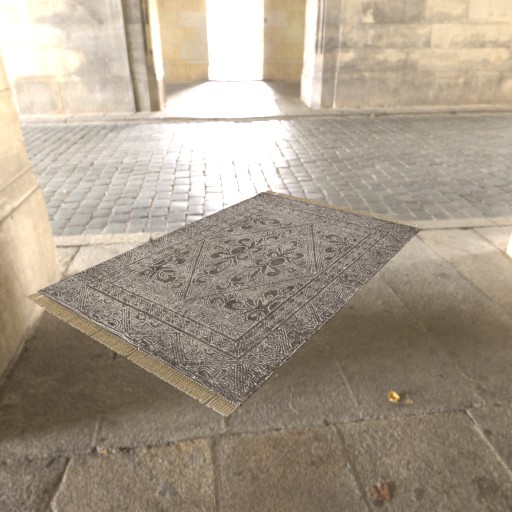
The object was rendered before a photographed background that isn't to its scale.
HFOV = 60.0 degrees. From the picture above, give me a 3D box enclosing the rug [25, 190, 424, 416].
[{"bbox_3d":[0.000,0.000,3.026,1.529,0.010,2.440,18,32,32],"label":"rug"}]
